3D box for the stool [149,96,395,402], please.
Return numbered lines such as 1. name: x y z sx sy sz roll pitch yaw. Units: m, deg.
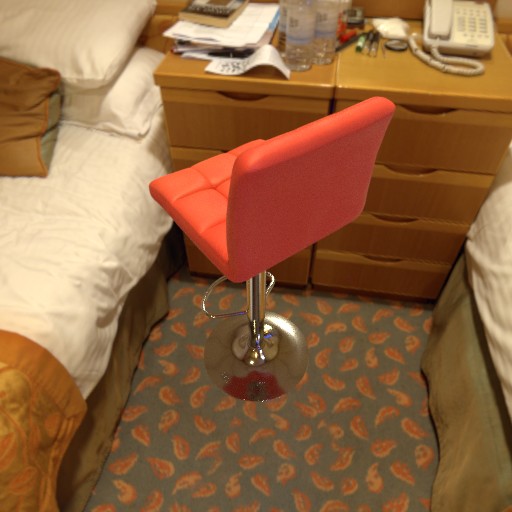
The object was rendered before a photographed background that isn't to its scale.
1. stool: 0.000 0.000 1.397 0.430 1.115 0.505 -28 52 -25
